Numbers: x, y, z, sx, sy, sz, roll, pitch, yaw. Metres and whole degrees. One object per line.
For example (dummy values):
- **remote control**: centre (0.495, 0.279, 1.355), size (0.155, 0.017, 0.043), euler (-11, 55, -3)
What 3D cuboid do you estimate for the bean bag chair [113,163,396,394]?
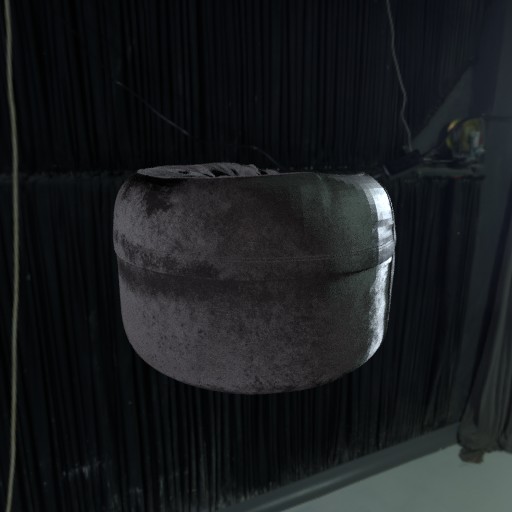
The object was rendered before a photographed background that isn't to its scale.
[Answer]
- **bean bag chair**: centre (0.000, 0.000, 1.505), size (0.918, 0.605, 0.918), euler (0, 14, 0)
